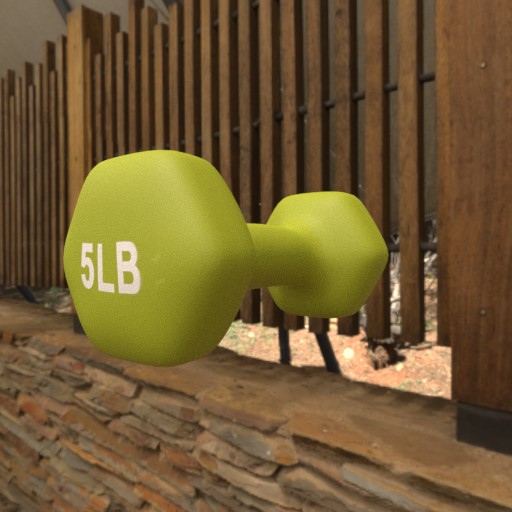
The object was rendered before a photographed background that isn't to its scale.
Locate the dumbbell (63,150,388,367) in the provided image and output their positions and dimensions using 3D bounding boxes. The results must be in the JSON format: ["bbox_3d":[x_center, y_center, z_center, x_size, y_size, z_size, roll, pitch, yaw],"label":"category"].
[{"bbox_3d":[0.000,0.000,0.209,0.080,0.072,0.164,1,1,36],"label":"dumbbell"}]
